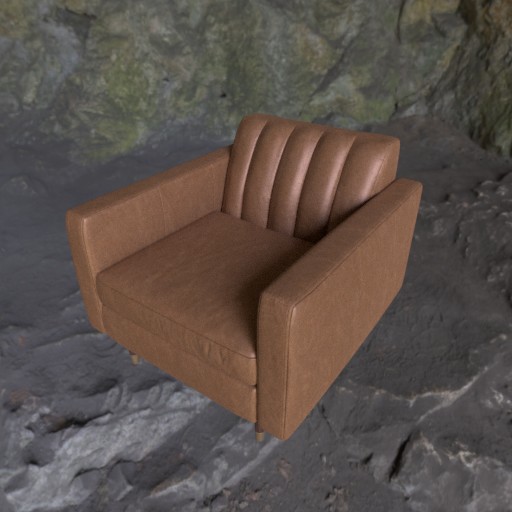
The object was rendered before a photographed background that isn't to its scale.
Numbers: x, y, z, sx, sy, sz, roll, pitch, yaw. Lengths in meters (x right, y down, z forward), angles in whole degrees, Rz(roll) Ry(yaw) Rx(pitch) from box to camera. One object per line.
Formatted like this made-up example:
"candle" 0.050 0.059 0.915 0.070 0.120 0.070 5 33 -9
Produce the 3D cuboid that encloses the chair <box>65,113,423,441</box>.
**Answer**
"chair" 0.000 0.000 1.708 0.953 0.819 0.998 20 37 30
